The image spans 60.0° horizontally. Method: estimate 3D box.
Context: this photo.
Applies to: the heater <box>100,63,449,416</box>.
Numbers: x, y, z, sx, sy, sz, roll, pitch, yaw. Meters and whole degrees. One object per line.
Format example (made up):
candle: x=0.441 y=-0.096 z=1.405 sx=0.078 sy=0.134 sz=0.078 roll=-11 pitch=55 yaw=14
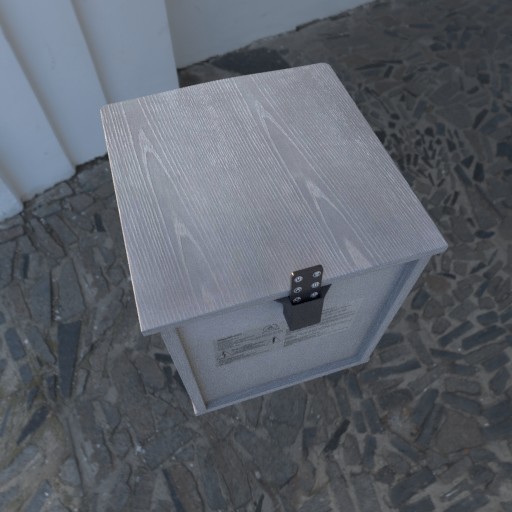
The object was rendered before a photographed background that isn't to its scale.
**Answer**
heater: x=0.000 y=0.000 z=0.754 sx=0.362 sy=0.481 sz=0.400 roll=-15 pitch=59 yaw=-9
